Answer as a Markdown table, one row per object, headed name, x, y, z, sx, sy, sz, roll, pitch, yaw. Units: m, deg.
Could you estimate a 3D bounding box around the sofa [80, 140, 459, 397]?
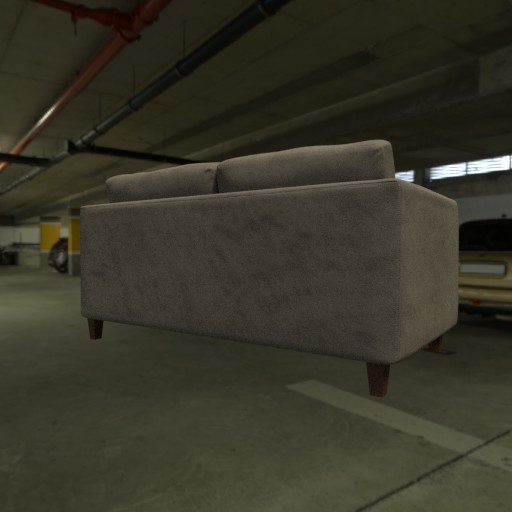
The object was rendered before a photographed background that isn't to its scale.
| name | x | y | z | sx | sy | sz | roll | pitch | yaw |
| --- | --- | --- | --- | --- | --- | --- | --- | --- | --- |
| sofa | 0.000 | 0.000 | 2.399 | 1.884 | 0.963 | 0.950 | 1 | 1 | 35 |
